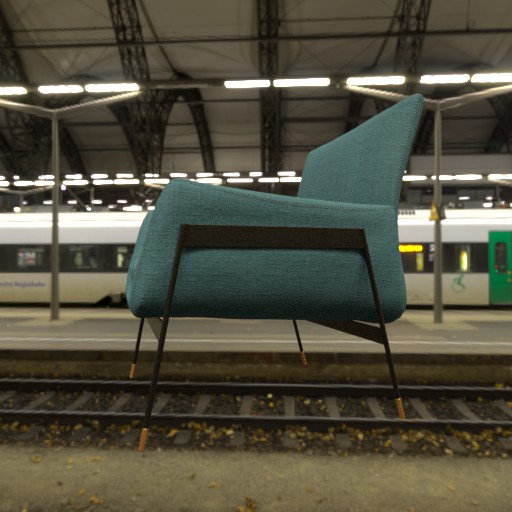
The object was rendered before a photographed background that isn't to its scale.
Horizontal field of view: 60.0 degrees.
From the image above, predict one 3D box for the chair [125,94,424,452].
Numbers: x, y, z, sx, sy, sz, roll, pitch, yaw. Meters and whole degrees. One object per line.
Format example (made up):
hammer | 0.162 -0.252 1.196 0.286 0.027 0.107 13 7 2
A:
chair | 0.000 0.000 1.377 0.769 0.859 0.678 0 -1 -18
